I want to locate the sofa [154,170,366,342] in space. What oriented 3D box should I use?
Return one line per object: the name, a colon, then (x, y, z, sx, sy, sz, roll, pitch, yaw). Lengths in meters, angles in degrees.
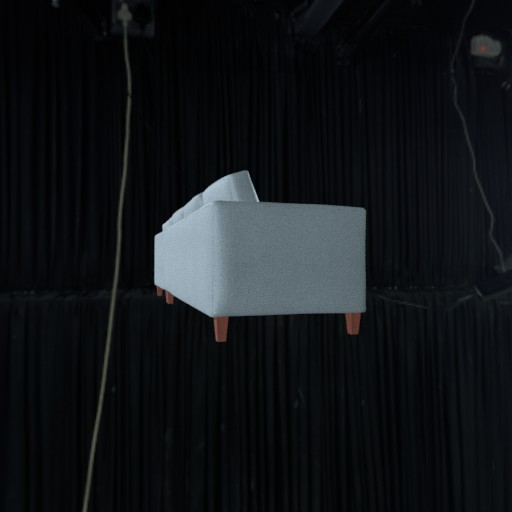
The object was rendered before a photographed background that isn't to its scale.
sofa: (0.000, 0.000, 4.166, 1.604, 0.950, 3.471, 0, -1, -18)
